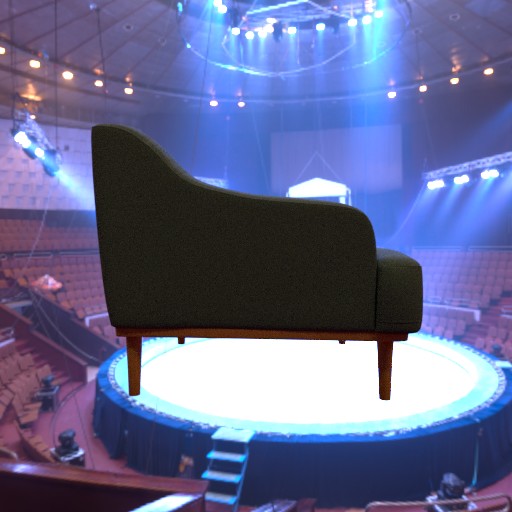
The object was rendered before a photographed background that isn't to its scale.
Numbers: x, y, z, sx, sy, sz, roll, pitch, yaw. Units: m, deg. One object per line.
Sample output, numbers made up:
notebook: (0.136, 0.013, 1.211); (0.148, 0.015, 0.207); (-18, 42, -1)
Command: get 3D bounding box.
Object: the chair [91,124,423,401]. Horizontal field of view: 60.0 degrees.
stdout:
chair: (0.000, 0.000, 1.663); (0.951, 0.818, 0.946); (0, 1, 2)
